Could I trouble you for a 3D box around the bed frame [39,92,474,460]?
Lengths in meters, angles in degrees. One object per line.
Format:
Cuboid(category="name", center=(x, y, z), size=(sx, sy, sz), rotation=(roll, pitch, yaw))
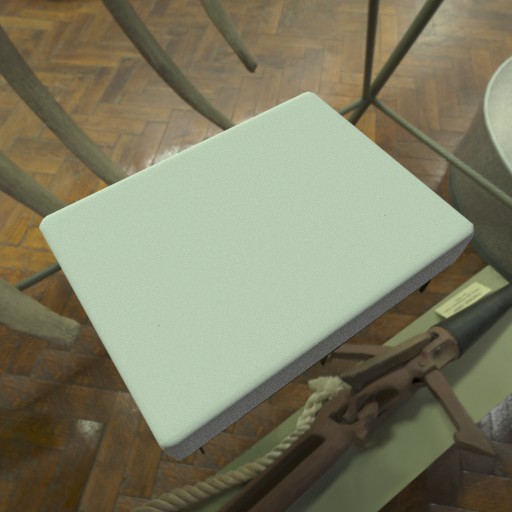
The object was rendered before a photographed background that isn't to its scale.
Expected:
Cuboid(category="bed frame", center=(0.000, 0.000, 2.789), size=(2.037, 0.677, 1.528), rotation=(-31, 62, -18))
